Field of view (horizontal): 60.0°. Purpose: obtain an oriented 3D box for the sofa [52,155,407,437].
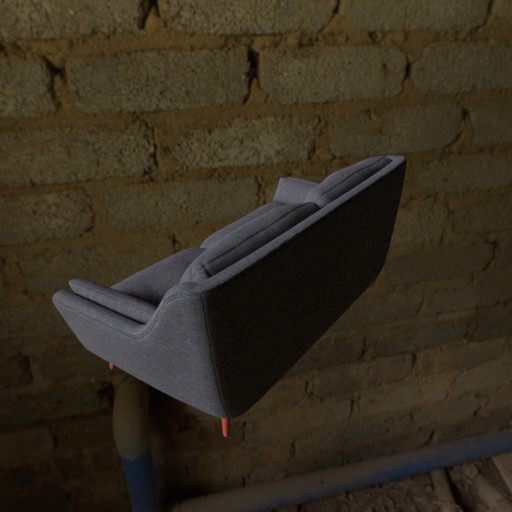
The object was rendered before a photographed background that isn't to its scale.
[{"bbox_3d":[0.000,0.000,2.455,0.975,0.896,1.929,20,36,31],"label":"sofa"}]
